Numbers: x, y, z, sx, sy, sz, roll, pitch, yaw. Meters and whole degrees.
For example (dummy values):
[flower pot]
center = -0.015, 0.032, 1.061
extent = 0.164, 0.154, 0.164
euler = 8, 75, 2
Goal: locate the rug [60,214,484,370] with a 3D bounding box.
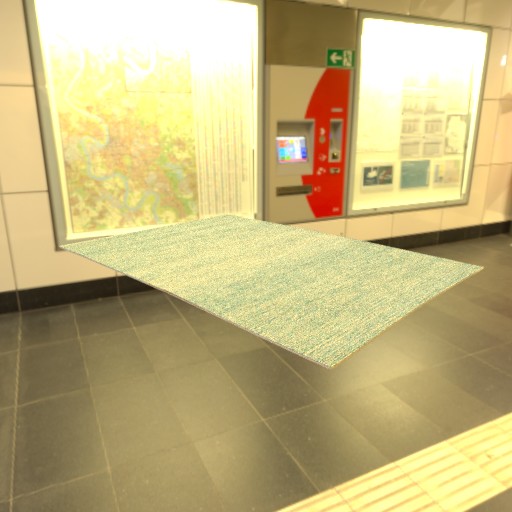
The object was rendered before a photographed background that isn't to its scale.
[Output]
[rug]
center = 0.000, 0.000, 2.877
extent = 2.305, 0.029, 1.593
euler = 16, 23, 42
